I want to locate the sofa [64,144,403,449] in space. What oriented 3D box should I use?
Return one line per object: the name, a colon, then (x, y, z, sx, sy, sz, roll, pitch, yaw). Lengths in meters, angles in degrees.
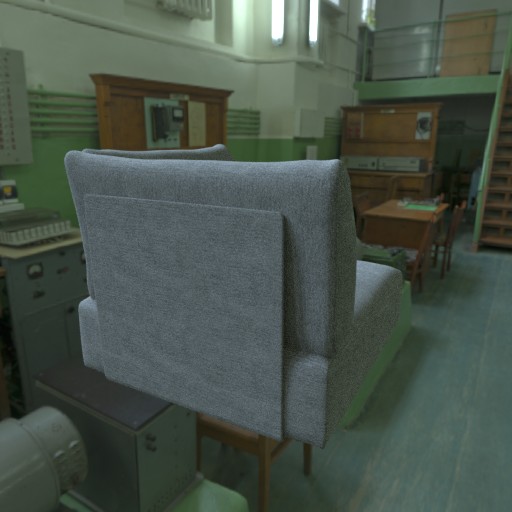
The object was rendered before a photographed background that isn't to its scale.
sofa: (0.000, 0.000, 1.728, 1.000, 0.820, 1.000, 8, 18, 28)
